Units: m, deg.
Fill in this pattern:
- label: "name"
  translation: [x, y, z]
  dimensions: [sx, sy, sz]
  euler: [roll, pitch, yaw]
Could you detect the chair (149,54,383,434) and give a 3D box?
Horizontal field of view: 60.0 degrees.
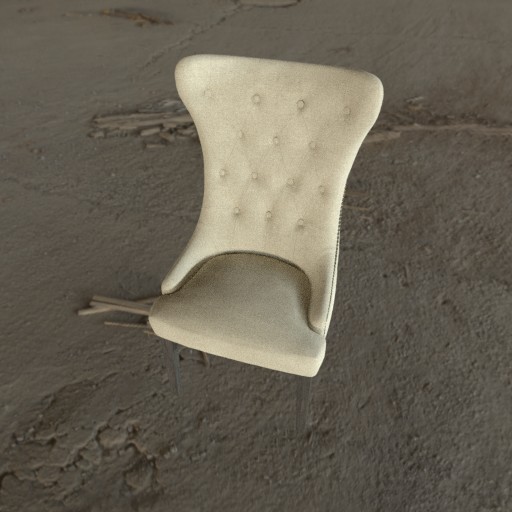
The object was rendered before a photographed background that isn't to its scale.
- label: "chair"
  translation: [0.000, 0.000, 1.411]
  dimensions: [0.584, 1.065, 0.590]
  euler: [12, 42, 13]
